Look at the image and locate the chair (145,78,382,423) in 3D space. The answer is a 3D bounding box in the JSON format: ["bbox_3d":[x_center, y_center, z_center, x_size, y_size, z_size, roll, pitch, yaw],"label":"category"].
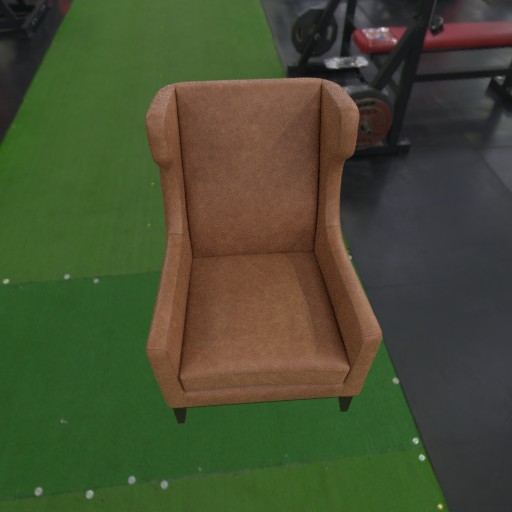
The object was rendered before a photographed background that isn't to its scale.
[{"bbox_3d":[0.000,0.000,1.715,0.766,1.079,0.899,-3,47,-3],"label":"chair"}]
